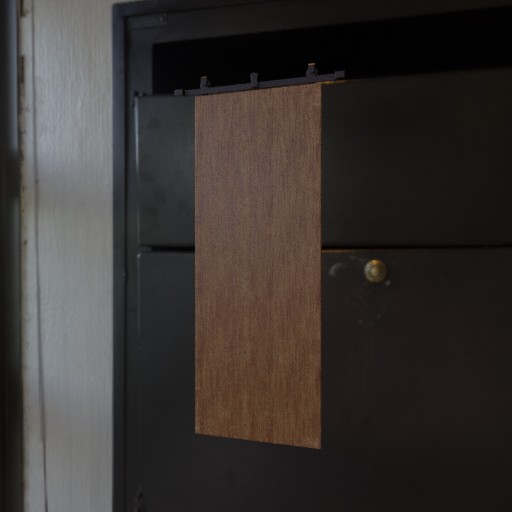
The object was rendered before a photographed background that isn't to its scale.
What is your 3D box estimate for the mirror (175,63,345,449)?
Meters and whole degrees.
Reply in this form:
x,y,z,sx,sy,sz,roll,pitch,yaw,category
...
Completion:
x,y,z,sx,sy,sz,roll,pitch,yaw,category
0.000,0.000,2.151,0.847,1.793,0.042,0,1,17,mirror
